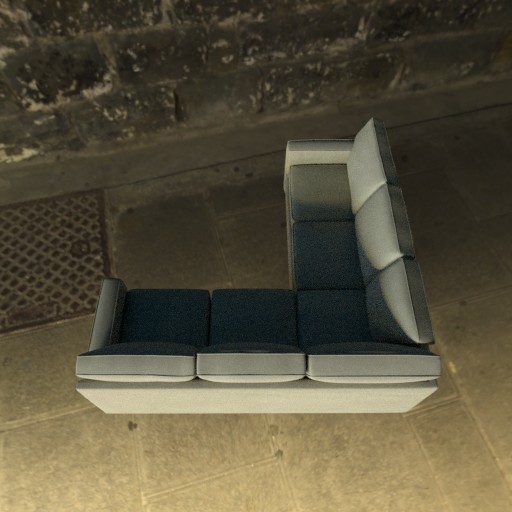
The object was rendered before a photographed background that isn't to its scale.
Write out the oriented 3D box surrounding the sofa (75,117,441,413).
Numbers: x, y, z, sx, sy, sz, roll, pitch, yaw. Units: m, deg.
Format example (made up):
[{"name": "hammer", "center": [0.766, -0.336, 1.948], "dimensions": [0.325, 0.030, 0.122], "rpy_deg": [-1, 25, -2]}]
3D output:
[{"name": "sofa", "center": [0.000, 0.000, 3.411], "dimensions": [2.211, 0.936, 2.188], "rpy_deg": [-1, 58, 0]}]
